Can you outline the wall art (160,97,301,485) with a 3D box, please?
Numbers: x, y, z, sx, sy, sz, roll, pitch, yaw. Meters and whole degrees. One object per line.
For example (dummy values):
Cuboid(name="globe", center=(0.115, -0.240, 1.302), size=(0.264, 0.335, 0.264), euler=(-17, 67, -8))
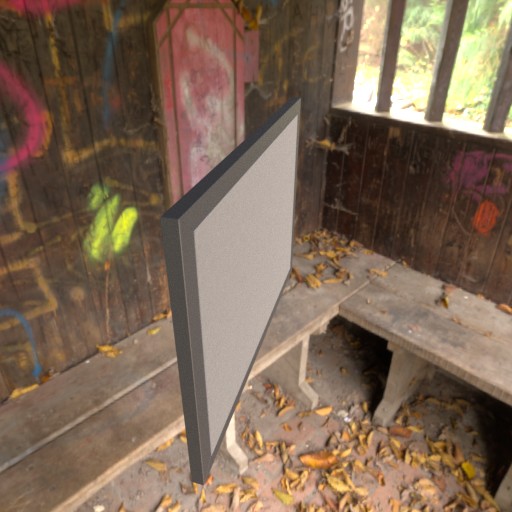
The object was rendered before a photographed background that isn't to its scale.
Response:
Cuboid(name="wall art", center=(0.000, 0.000, 0.562), size=(0.016, 0.306, 0.432), euler=(8, 32, 14))
